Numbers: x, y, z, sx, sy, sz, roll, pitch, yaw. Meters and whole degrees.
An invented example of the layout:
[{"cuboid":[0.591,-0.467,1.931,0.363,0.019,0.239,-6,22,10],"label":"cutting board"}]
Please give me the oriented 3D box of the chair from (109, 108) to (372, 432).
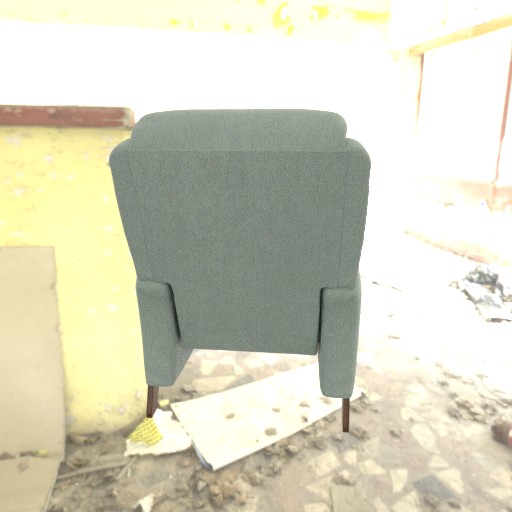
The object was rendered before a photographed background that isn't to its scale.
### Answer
[{"cuboid":[0.000,0.000,1.756,0.785,1.067,0.988,2,15,6],"label":"chair"}]
